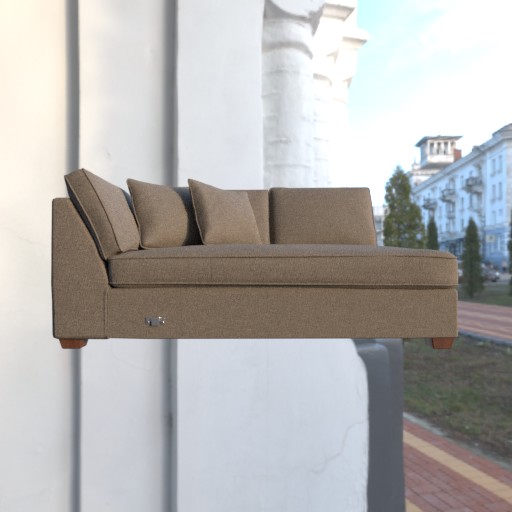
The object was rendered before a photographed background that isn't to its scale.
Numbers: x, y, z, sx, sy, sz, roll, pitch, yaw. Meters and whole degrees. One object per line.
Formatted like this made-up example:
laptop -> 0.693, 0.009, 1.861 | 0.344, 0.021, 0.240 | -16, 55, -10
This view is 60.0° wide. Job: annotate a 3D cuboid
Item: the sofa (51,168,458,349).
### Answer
sofa -> 0.000, 0.000, 2.912 | 2.237, 1.033, 1.110 | 0, -1, -1
